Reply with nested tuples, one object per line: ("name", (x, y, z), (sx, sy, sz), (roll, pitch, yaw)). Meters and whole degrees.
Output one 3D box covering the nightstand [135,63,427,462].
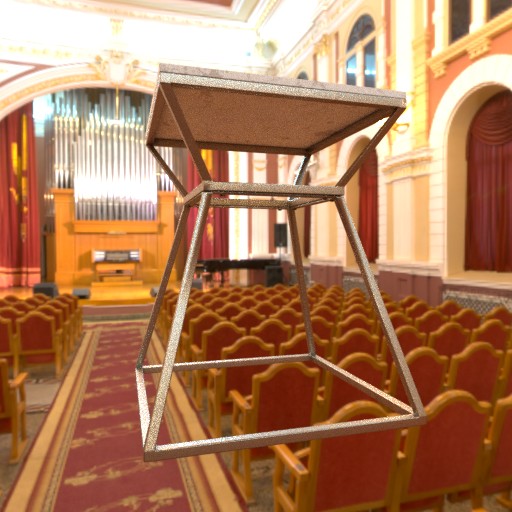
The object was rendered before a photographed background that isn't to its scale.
("nightstand", (0.000, 0.000, 0.881), (0.455, 0.554, 0.455), (0, 1, -17))
